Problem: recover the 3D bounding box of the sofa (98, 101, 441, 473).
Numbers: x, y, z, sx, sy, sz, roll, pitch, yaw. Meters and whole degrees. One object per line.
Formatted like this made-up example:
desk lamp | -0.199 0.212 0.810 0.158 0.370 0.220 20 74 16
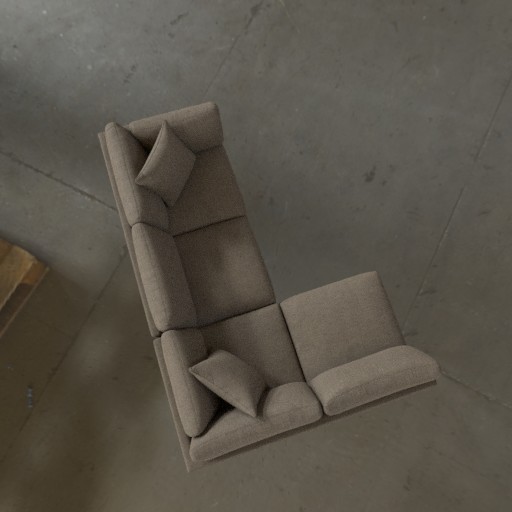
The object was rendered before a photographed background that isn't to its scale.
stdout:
sofa | 0.000 0.000 3.818 1.994 0.978 2.896 -18 76 -4
